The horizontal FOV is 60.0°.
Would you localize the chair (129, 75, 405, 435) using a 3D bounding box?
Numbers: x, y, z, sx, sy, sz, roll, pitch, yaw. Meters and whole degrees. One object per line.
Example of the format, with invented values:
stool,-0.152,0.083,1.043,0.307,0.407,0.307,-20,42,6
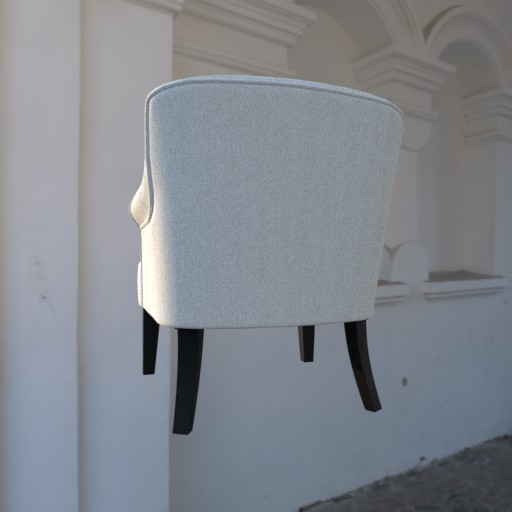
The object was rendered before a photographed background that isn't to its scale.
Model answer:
chair,0.000,0.000,1.432,0.781,0.875,0.750,0,0,-17
